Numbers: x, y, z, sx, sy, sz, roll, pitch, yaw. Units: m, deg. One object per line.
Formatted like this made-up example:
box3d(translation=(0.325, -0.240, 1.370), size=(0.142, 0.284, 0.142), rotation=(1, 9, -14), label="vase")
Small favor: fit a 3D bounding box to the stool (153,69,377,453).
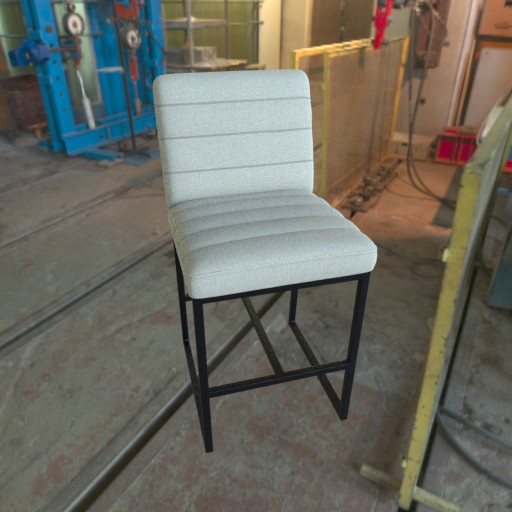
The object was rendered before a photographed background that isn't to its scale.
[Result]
box3d(translation=(0.000, 0.000, 1.285), size=(0.460, 0.940, 0.560), rotation=(-8, 31, -14), label="stool")
